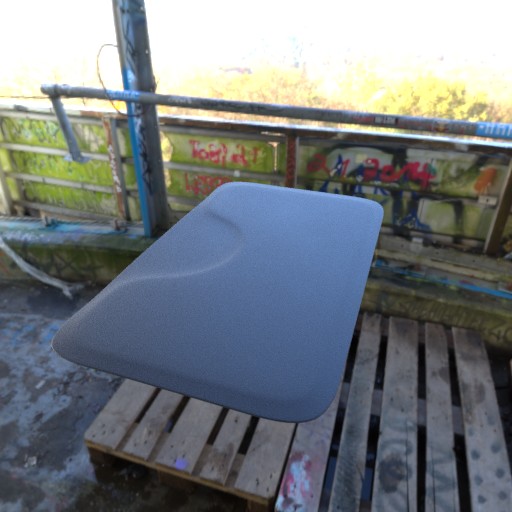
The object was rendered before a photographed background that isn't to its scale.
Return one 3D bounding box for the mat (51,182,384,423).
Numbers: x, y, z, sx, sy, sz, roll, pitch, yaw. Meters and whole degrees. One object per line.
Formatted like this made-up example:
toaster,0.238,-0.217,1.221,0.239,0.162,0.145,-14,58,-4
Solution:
mat,0.000,0.000,1.848,0.918,0.013,1.524,11,33,17
